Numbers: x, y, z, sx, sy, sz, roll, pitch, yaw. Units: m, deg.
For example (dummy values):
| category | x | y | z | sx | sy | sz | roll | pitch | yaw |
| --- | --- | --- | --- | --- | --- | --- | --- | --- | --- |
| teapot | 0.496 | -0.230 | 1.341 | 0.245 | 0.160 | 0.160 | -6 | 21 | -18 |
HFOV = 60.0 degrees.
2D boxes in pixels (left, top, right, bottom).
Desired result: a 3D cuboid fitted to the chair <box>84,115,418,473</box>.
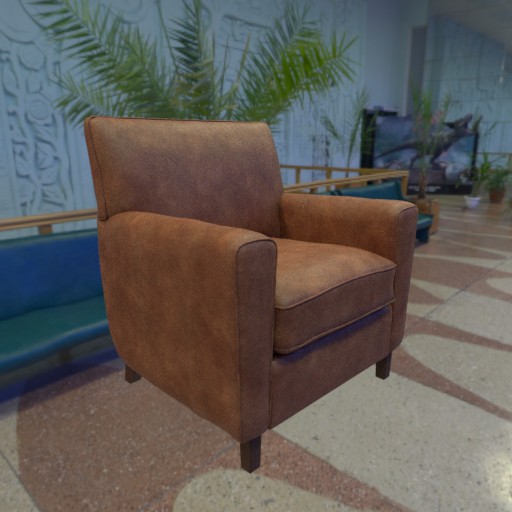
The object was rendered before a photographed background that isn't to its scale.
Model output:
| category | x | y | z | sx | sy | sz | roll | pitch | yaw |
| --- | --- | --- | --- | --- | --- | --- | --- | --- | --- |
| chair | 0.000 | 0.000 | 1.562 | 0.870 | 0.943 | 0.823 | -14 | 20 | -42 |
